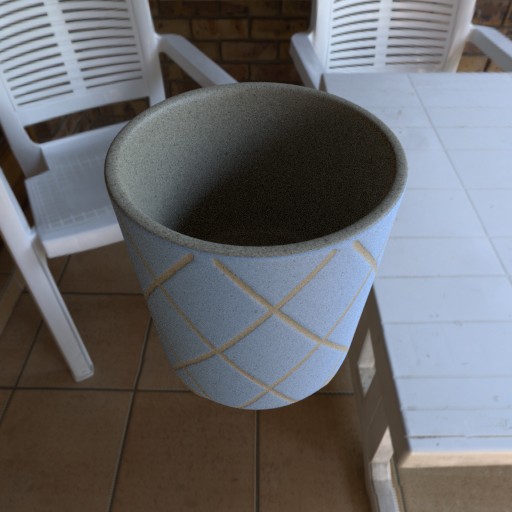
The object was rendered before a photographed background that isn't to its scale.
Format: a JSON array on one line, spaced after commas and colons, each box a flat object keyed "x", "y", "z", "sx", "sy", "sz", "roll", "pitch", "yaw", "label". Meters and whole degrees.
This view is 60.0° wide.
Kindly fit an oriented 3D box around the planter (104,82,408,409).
[{"x": 0.000, "y": 0.000, "z": 0.356, "sx": 0.191, "sy": 0.200, "sz": 0.191, "roll": 0, "pitch": 47, "yaw": 0, "label": "planter"}]
